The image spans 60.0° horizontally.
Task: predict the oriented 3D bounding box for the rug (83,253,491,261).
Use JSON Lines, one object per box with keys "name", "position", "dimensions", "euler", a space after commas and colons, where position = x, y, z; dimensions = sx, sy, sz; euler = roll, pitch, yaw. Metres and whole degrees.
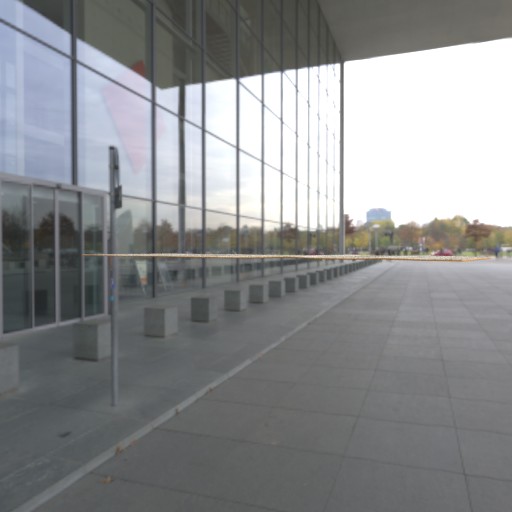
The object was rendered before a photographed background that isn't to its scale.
{"name": "rug", "position": [0.000, 0.000, 2.517], "dimensions": [2.294, 0.014, 0.704], "euler": [1, 1, 35]}
